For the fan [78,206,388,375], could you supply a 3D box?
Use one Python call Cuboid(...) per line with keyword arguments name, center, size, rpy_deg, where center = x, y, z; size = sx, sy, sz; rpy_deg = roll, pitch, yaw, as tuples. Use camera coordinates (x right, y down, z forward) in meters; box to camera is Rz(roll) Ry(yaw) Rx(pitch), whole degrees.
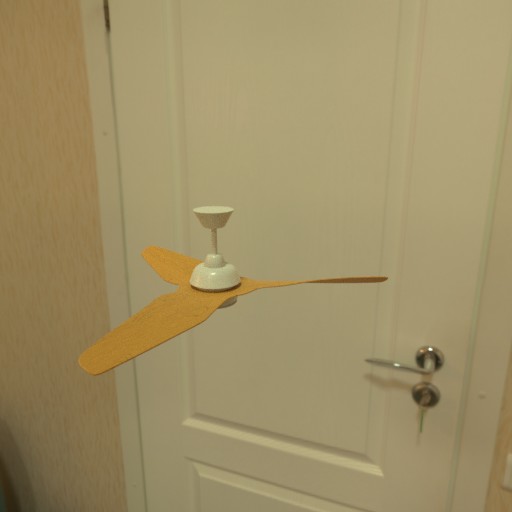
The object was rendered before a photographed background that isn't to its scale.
Cuboid(name="fan", center=(0.000, 0.000, 1.632), size=(1.010, 0.355, 1.142), rpy_deg=(-2, 16, -7))
